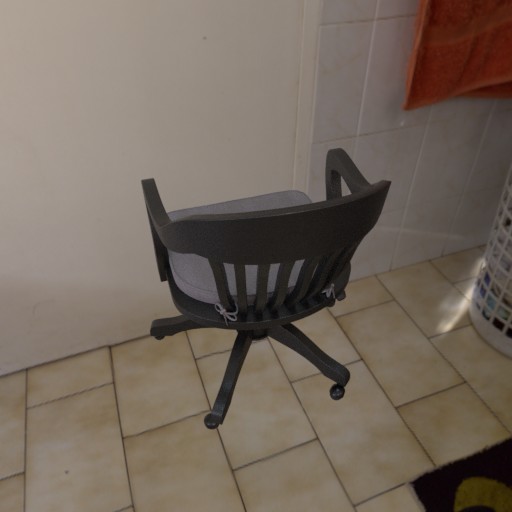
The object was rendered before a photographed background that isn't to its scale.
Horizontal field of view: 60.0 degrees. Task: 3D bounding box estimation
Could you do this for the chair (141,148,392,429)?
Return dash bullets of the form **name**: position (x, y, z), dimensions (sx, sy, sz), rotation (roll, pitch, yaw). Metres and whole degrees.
- **chair**: position (0.000, 0.000, 1.413), dimensions (0.750, 0.878, 0.788), rotation (-12, 42, -14)
